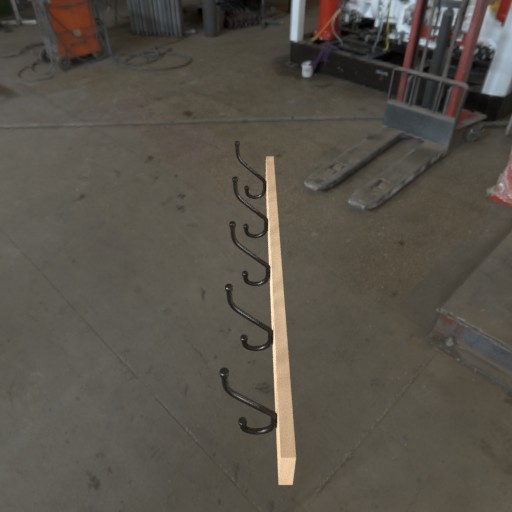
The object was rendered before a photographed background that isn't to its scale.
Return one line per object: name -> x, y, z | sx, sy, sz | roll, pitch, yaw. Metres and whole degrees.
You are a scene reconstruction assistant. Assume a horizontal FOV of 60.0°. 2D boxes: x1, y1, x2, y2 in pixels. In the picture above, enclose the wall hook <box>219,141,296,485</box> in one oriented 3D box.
wall hook -> 0.000, 0.000, 0.624 | 0.071, 0.117, 0.571 | 0, 41, 0
